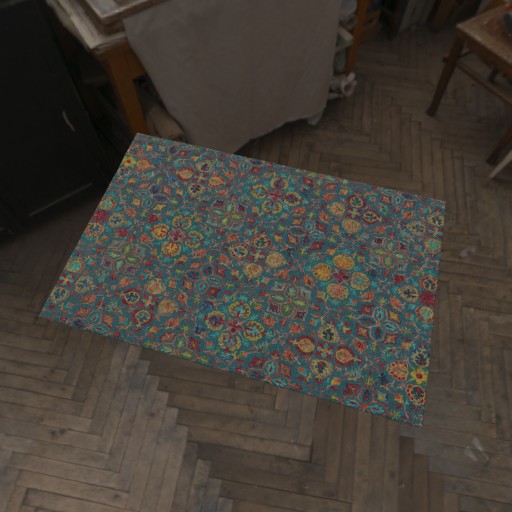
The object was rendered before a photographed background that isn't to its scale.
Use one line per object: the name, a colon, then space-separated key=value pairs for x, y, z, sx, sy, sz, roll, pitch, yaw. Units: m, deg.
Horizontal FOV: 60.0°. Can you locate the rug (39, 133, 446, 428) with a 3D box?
rug: x=0.000 y=0.000 z=2.288 sx=1.836 sy=0.014 sz=1.216 roll=14 pitch=63 yaw=7
